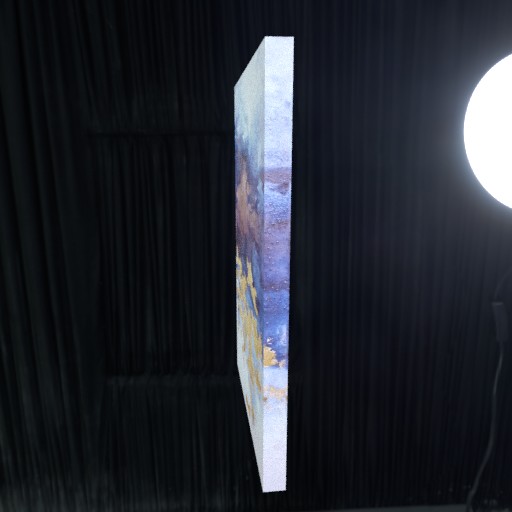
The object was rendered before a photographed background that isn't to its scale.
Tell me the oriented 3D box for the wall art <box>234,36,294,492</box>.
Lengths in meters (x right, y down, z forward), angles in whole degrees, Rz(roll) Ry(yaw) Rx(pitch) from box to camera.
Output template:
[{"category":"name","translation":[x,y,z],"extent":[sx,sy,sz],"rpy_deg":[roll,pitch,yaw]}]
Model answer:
[{"category":"wall art","translation":[0.000,0.000,1.107],"extent":[0.048,0.874,0.583],"rpy_deg":[-2,13,-7]}]
